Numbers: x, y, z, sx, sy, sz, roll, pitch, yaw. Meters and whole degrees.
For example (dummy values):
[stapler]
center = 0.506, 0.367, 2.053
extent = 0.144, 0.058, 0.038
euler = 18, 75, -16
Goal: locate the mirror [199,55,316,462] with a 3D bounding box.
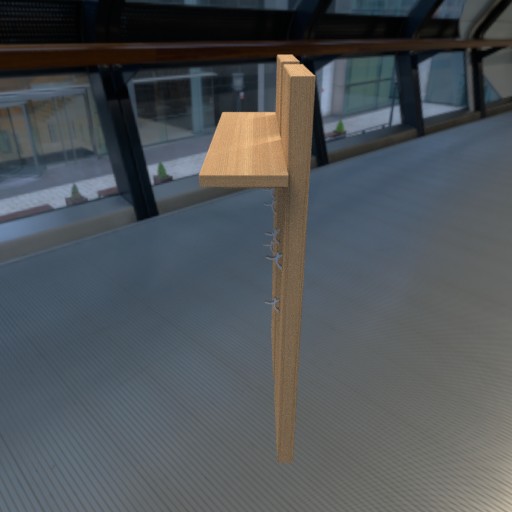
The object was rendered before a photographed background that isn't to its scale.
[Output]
[mirror]
center = 0.000, 0.000, 1.560
extent = 0.260, 1.250, 0.800
euler = 0, 28, 0
